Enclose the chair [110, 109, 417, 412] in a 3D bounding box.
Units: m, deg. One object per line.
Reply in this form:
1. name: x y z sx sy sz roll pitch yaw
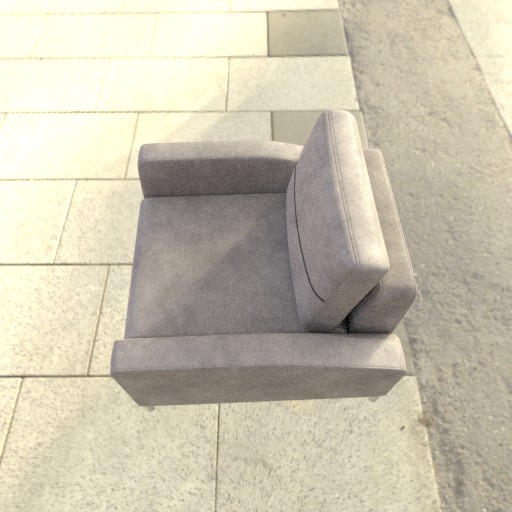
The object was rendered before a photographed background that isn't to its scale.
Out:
1. chair: 0.000 0.000 1.580 0.900 0.800 0.900 -2 58 -1
